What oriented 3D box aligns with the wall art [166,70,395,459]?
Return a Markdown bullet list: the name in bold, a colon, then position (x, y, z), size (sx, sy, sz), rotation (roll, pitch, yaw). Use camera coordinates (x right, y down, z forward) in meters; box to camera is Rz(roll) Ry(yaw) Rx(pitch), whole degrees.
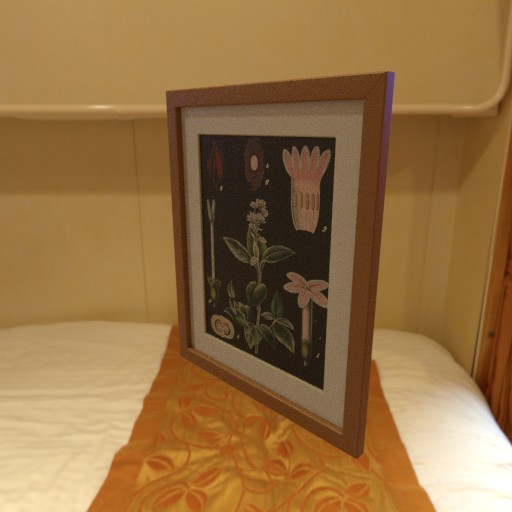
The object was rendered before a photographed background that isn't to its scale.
- **wall art**: position (0.000, 0.000, 0.519), size (0.310, 0.379, 0.015), rotation (16, 22, 42)
